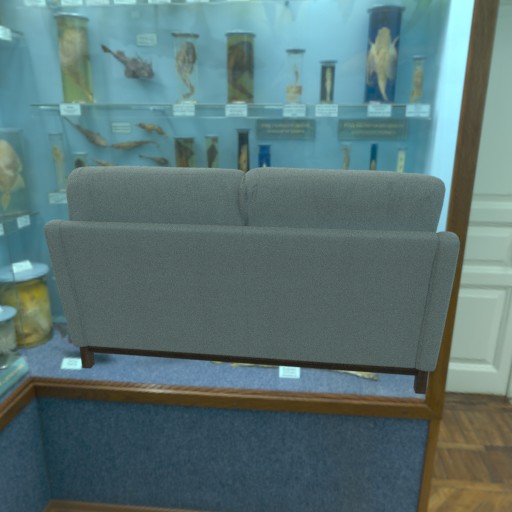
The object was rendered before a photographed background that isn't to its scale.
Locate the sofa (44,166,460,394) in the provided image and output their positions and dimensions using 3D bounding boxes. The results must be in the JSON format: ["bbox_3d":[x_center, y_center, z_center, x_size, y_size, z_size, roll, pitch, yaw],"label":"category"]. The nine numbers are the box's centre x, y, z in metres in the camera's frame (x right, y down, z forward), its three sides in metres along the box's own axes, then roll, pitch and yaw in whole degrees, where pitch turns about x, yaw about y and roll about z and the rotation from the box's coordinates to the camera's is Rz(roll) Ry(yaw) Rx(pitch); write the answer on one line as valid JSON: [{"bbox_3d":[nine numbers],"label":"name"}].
[{"bbox_3d":[0.000,0.000,2.160,1.589,0.921,0.987,2,17,7],"label":"sofa"}]
